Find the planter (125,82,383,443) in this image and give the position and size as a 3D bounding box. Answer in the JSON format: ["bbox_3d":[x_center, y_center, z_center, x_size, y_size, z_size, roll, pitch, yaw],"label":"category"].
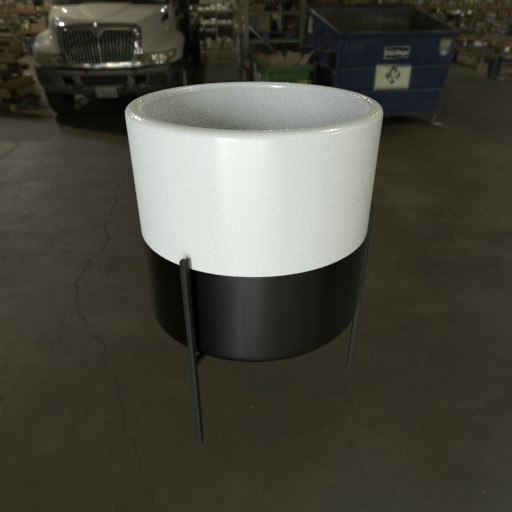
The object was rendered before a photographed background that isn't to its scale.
[{"bbox_3d":[0.000,0.000,0.639,0.310,0.432,0.310,-9,31,-14],"label":"planter"}]
